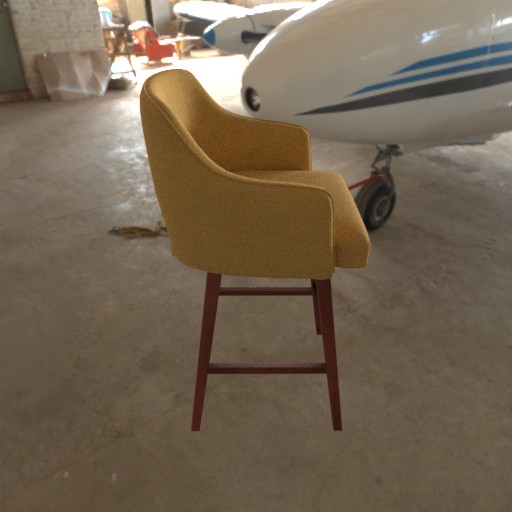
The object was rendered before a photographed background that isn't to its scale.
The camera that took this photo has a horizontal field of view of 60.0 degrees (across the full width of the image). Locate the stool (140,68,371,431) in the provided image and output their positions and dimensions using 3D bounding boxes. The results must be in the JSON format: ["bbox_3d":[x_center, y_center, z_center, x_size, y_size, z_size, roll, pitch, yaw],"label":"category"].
[{"bbox_3d":[0.000,0.000,1.334,0.558,1.012,0.548,0,32,0],"label":"stool"}]
